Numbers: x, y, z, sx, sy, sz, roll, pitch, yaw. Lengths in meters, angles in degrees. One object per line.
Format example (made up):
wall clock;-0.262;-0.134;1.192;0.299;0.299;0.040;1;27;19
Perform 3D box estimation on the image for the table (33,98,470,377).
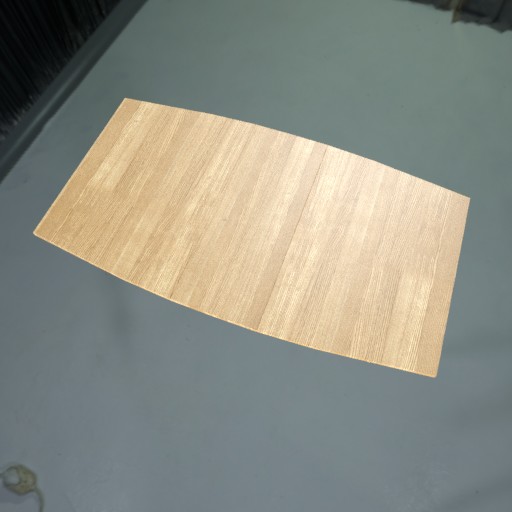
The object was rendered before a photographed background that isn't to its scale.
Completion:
table;0.000;0.000;2.126;1.598;0.748;0.900;19;65;9
